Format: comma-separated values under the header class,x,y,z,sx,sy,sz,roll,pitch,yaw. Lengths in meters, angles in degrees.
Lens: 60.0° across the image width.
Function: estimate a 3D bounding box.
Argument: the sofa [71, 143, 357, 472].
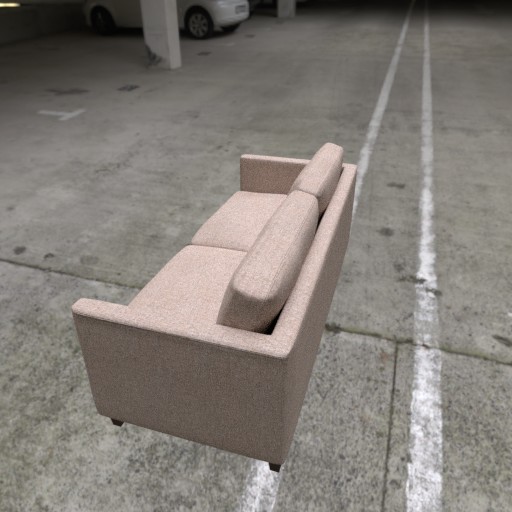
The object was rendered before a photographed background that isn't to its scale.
class,x,y,z,sx,sy,sz,roll,pitch,yaw
sofa,0.000,0.000,2.711,0.951,0.965,2.208,9,31,15
